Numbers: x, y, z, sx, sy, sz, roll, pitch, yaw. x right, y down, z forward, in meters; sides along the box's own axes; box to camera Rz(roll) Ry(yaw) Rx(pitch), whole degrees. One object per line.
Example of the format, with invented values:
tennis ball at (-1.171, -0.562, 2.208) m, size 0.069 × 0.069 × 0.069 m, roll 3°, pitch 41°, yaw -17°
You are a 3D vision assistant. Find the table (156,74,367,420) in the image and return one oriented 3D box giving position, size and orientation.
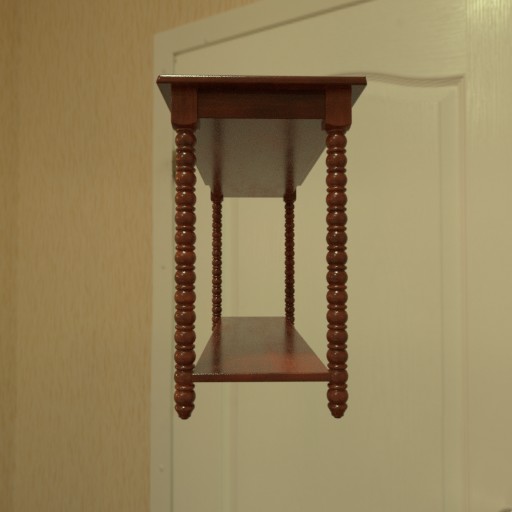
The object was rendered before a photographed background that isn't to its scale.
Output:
table at (0.000, 0.000, 1.521) m, size 0.459 × 0.740 × 1.184 m, roll 0°, pitch -1°, yaw -1°
